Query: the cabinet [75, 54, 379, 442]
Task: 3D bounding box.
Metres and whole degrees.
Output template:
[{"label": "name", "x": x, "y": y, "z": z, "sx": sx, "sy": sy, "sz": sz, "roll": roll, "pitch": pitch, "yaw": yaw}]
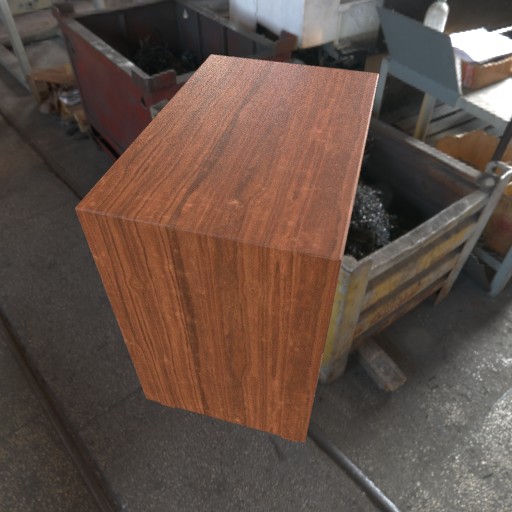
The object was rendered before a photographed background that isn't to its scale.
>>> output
[{"label": "cabinet", "x": 0.000, "y": 0.000, "z": 1.083, "sx": 0.410, "sy": 0.695, "sz": 0.607, "roll": 11, "pitch": 47, "yaw": 11}]
